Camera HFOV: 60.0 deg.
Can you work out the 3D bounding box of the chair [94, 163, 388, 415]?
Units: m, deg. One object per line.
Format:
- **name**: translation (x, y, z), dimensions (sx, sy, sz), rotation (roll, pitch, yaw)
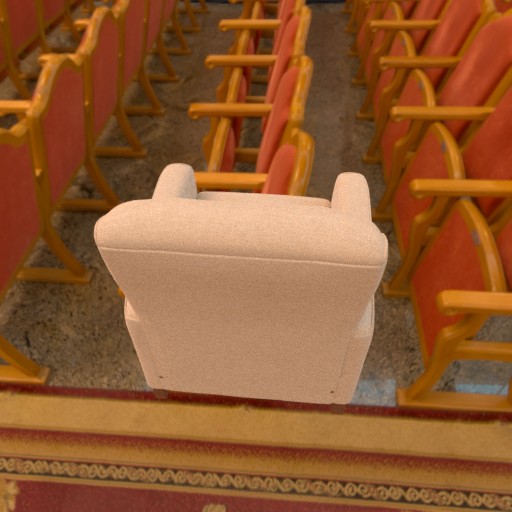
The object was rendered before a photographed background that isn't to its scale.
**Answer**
- **chair**: translation (0.000, 0.000, 1.624), dimensions (0.841, 1.023, 0.858), rotation (4, 46, 3)
